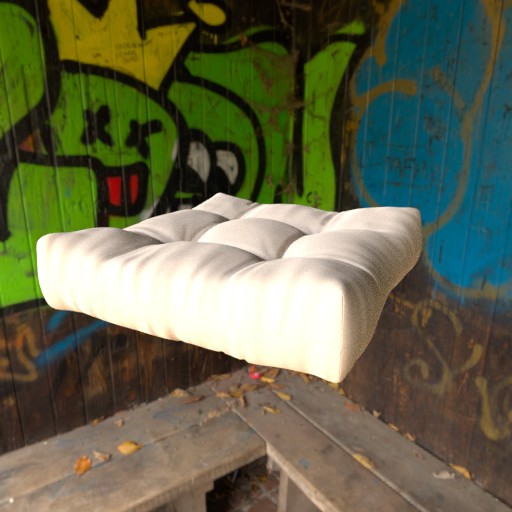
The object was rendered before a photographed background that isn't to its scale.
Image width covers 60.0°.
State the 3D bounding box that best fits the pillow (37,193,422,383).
[{"bbox_3d":[0.000,0.000,0.729,0.468,0.128,0.490,8,19,26],"label":"pillow"}]
